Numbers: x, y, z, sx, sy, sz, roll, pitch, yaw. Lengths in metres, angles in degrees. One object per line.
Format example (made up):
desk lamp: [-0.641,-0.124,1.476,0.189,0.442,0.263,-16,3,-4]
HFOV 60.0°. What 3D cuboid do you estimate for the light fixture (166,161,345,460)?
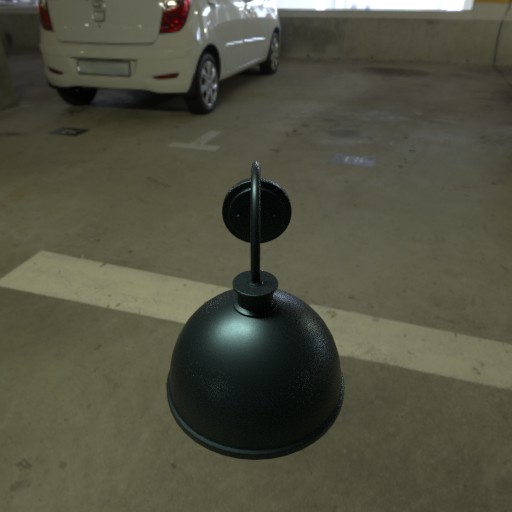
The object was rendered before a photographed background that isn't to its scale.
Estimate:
light fixture: [0.000,0.000,0.658,0.253,0.295,0.467,0,31,0]
